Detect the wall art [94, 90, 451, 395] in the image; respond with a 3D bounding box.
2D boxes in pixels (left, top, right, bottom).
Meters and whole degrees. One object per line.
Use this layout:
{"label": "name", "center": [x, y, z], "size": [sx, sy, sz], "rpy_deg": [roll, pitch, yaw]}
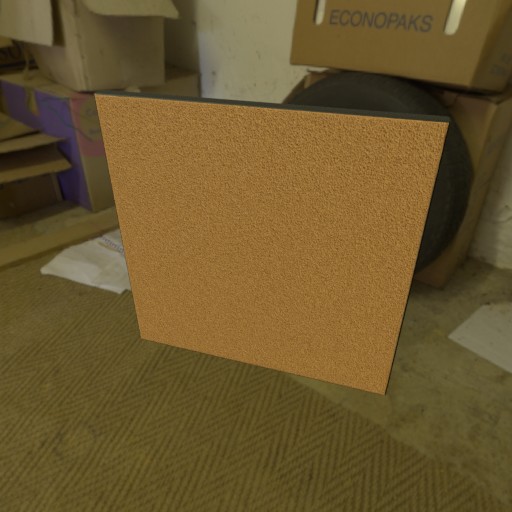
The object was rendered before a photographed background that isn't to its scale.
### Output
{"label": "wall art", "center": [0.000, 0.000, 0.676], "size": [0.456, 0.453, 0.022], "rpy_deg": [10, 34, 14]}
